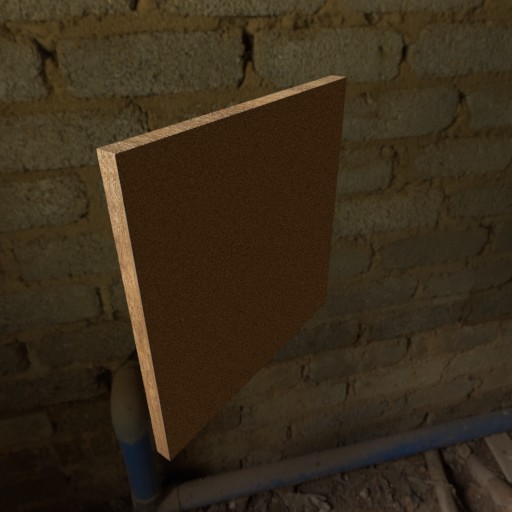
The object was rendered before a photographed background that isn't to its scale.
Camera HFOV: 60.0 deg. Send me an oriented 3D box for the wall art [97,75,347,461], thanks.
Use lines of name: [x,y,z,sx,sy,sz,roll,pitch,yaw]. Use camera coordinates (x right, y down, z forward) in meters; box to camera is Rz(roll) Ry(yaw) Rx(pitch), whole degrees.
wall art: [0.000,0.000,0.903,0.042,0.608,0.611,21,37,30]
